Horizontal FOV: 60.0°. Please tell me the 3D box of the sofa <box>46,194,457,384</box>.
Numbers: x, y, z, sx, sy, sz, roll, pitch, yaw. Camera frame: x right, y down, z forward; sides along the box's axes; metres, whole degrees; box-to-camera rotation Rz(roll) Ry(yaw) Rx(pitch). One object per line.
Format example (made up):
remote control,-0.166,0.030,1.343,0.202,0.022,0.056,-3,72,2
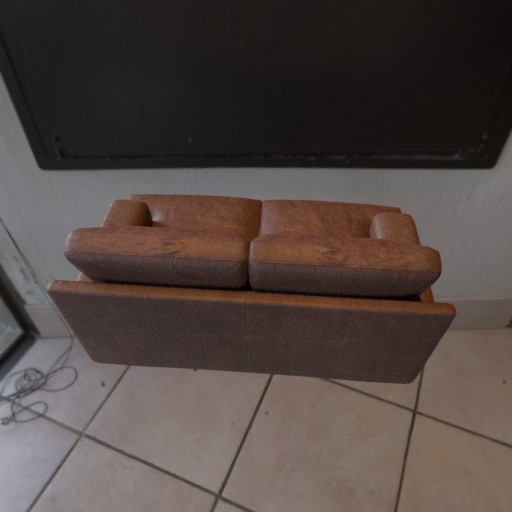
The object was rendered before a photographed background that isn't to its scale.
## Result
sofa,0.000,0.000,2.515,1.880,0.939,1.143,3,46,3
